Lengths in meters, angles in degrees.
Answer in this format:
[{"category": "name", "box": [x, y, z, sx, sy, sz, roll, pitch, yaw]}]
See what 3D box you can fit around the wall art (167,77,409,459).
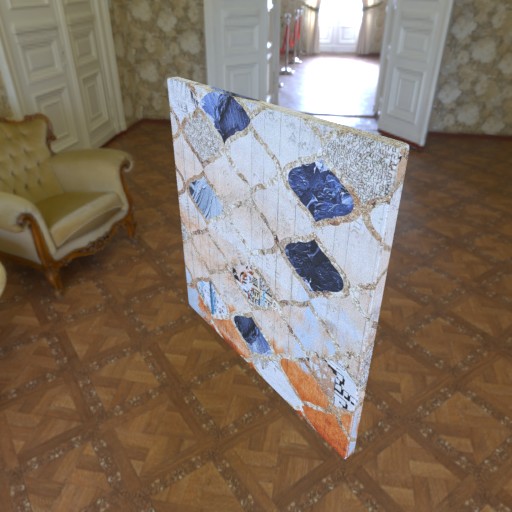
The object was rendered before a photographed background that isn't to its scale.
[{"category": "wall art", "box": [0.000, 0.000, 1.357, 0.039, 0.914, 0.912, -21, 37, -31]}]
